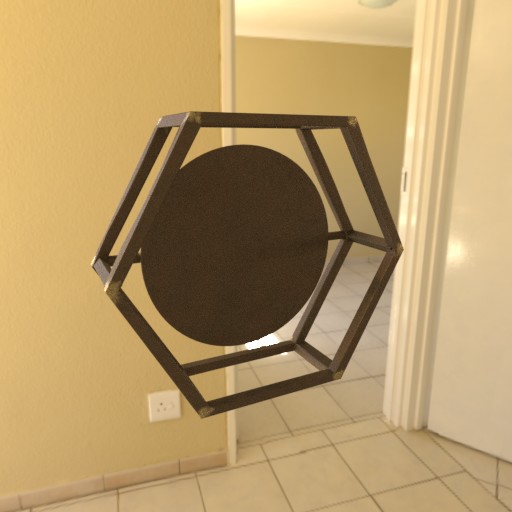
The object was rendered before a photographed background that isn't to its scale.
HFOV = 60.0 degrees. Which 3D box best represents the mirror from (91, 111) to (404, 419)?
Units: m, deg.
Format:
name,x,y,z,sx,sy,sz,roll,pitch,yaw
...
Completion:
name,x,y,z,sx,sy,sz,roll,pitch,yaw
mirror,0.000,0.000,0.556,0.380,0.334,0.119,-7,16,-26
